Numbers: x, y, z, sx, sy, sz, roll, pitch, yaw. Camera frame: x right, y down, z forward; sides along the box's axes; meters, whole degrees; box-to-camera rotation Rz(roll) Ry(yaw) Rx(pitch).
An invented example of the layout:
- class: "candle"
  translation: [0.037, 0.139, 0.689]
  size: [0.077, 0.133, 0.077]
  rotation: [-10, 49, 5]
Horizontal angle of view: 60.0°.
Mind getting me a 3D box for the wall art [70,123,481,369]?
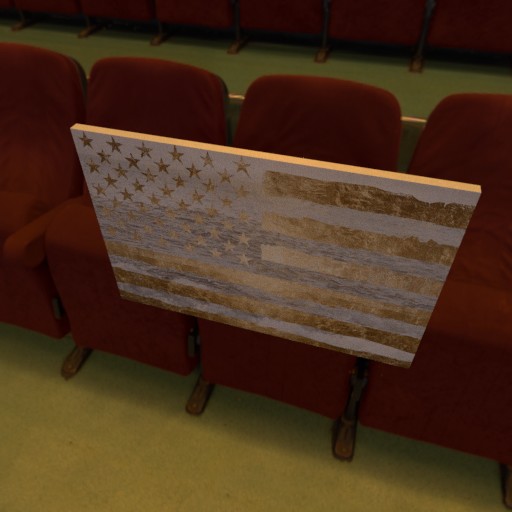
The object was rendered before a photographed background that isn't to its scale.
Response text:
- class: "wall art"
  translation: [0.000, 0.000, 1.185]
  size: [0.932, 0.610, 0.027]
  rotation: [12, 44, 13]
